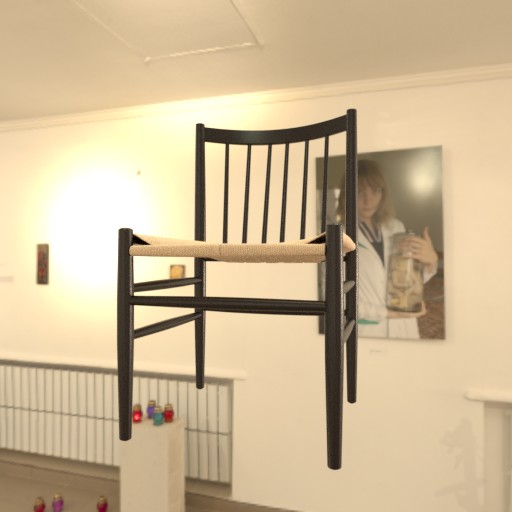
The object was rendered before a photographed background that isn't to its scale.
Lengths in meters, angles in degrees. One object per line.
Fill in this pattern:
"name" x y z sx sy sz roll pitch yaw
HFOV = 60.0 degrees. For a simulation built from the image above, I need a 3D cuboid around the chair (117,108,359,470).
"chair" 0.000 0.000 1.144 0.495 0.818 0.516 0 0 17
